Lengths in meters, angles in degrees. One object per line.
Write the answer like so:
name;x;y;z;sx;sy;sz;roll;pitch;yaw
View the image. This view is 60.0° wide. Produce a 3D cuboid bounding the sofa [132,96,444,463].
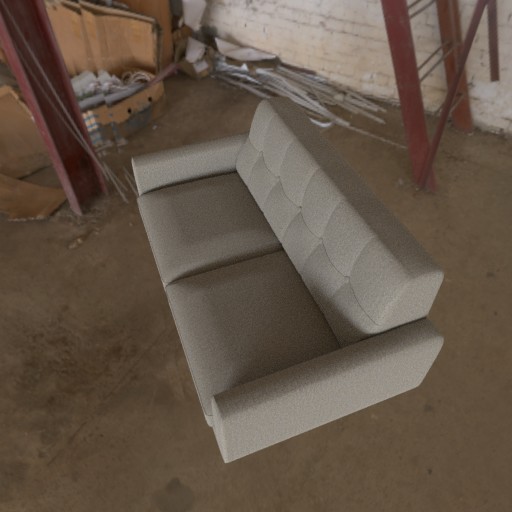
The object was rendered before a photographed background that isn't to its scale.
sofa;0.000;0.000;2.233;0.952;0.925;1.651;-16;49;-14
